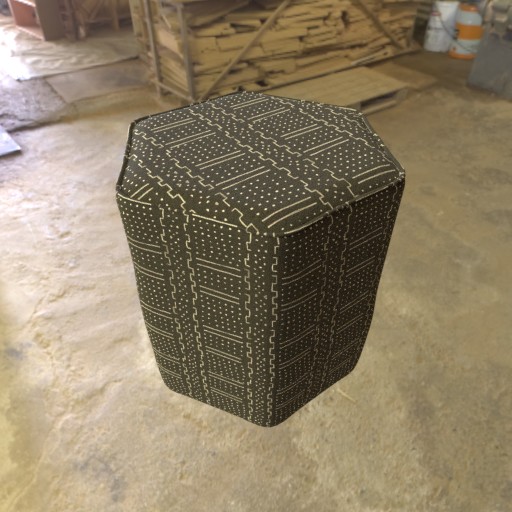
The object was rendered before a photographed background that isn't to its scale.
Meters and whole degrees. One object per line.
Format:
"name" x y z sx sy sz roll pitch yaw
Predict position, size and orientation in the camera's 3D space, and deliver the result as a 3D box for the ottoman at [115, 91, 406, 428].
"ottoman" 0.000 0.000 0.888 0.494 0.502 0.443 -26 47 -27
